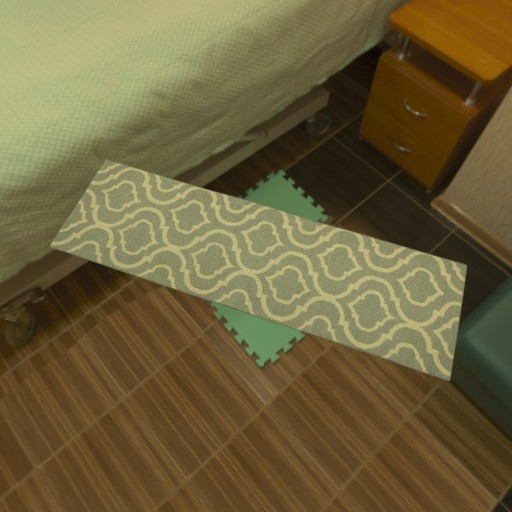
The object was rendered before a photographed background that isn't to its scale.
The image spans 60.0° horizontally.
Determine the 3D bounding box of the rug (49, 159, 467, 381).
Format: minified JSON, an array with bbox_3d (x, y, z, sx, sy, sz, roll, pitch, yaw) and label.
[{"bbox_3d":[0.000,0.000,2.510,2.275,0.009,0.684,17,64,9],"label":"rug"}]
